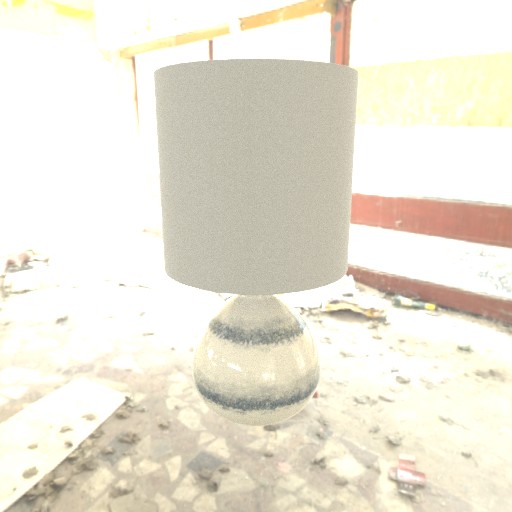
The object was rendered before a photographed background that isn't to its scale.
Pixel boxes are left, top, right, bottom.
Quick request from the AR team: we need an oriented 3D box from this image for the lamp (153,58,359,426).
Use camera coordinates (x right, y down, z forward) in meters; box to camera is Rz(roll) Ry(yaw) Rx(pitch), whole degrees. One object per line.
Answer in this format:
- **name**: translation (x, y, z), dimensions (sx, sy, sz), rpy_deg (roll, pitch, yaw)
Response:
- **lamp**: translation (0.000, 0.000, 0.531), dimensions (0.216, 0.404, 0.216), rpy_deg (-7, 17, -26)
